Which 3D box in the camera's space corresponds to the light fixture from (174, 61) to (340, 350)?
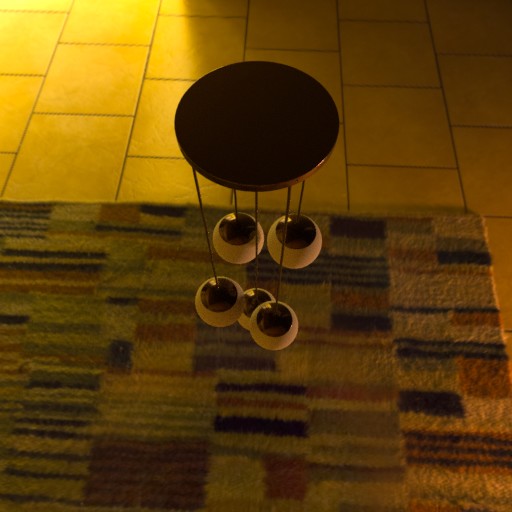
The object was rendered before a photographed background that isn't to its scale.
[{"bbox_3d":[0.000,0.000,1.492,0.489,1.271,0.484,-16,64,-8],"label":"light fixture"}]
